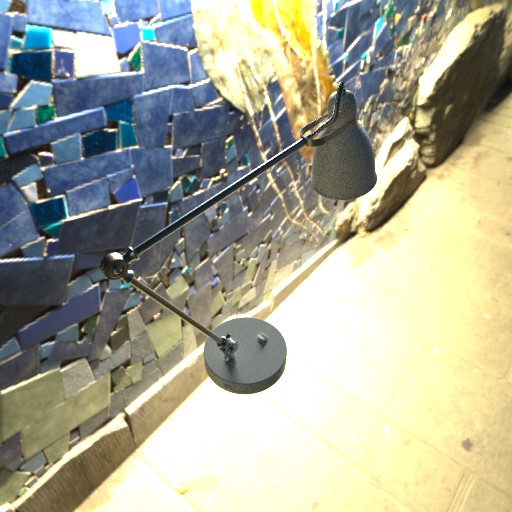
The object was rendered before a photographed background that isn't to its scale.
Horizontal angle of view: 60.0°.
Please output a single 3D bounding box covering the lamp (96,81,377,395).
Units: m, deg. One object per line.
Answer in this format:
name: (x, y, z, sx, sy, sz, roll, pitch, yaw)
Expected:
lamp: (0.000, 0.000, 0.837, 0.561, 0.587, 0.187, -26, 47, -27)
